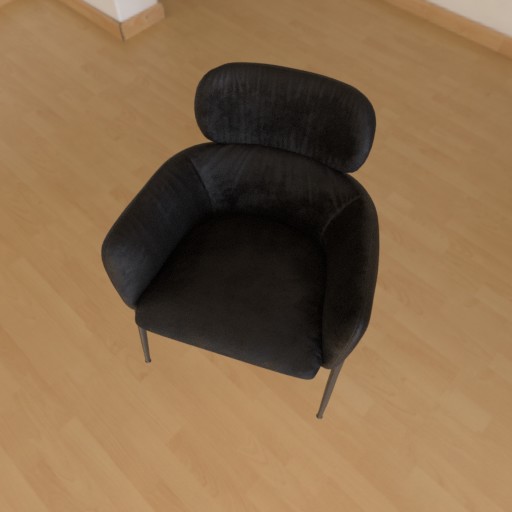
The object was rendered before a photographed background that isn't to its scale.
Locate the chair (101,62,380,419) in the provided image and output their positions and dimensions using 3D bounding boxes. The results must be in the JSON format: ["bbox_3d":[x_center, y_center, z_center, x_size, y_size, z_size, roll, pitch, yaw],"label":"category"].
[{"bbox_3d":[0.000,0.000,1.260,0.640,0.818,0.604,15,60,9],"label":"chair"}]
